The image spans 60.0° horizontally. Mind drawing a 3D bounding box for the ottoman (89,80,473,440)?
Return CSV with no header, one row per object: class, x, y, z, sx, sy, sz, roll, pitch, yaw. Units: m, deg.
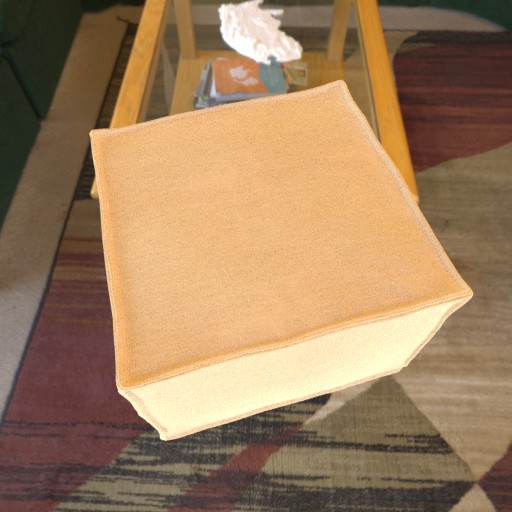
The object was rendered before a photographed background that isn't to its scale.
ottoman,0.000,0.000,1.135,0.707,0.470,0.696,-14,59,-8
